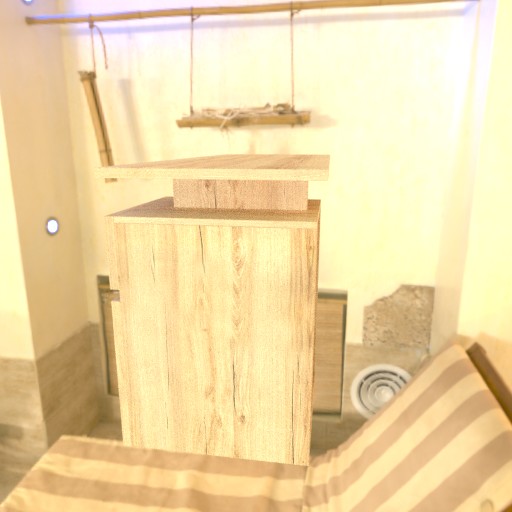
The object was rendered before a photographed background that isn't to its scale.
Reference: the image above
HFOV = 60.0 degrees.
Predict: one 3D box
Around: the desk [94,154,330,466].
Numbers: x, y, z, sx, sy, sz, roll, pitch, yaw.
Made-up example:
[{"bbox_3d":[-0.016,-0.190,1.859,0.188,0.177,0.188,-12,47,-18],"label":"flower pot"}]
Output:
[{"bbox_3d":[0.000,0.000,1.771,0.550,0.760,1.400,2,14,9],"label":"desk"}]
